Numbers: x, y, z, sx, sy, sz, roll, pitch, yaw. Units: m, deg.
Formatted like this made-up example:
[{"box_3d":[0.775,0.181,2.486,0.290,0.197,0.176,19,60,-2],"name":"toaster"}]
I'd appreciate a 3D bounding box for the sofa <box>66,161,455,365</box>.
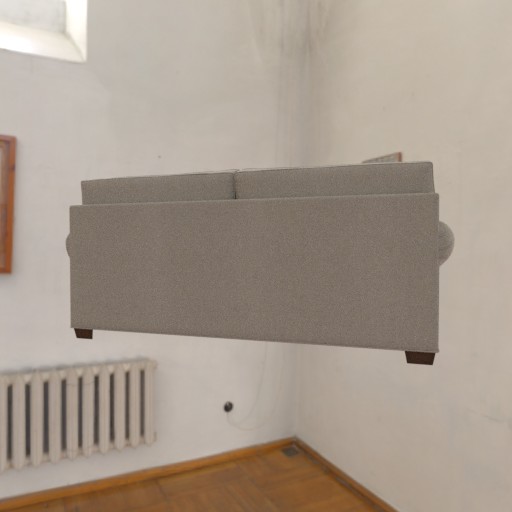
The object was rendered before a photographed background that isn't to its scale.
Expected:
[{"box_3d":[0.000,0.000,2.688,2.146,0.962,0.901,0,1,18],"name":"sofa"}]
